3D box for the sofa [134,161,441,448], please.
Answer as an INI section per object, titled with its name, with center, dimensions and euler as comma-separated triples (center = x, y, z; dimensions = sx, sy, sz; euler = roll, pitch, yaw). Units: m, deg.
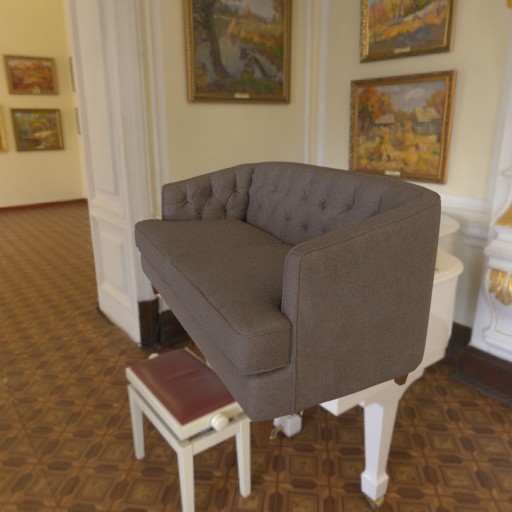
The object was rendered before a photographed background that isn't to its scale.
[sofa]
center = 0.000, 0.000, 2.264
dimensions = 0.941, 0.855, 1.733
euler = -8, 19, -24
